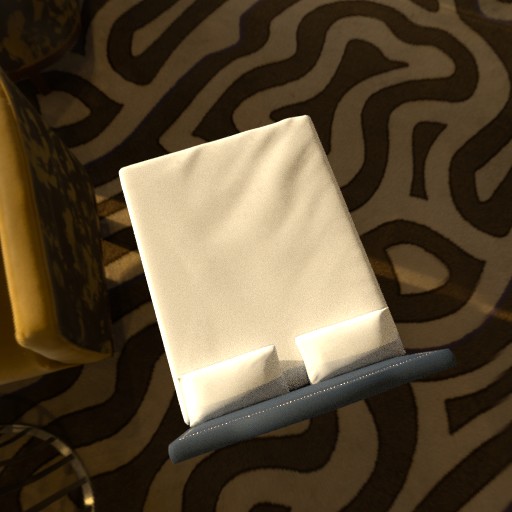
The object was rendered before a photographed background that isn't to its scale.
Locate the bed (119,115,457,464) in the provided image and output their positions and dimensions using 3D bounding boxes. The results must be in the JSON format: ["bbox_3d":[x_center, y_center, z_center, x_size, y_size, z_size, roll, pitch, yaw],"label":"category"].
[{"bbox_3d":[0.000,0.000,3.359,1.821,1.436,2.282,-17,75,-5],"label":"bed"}]
